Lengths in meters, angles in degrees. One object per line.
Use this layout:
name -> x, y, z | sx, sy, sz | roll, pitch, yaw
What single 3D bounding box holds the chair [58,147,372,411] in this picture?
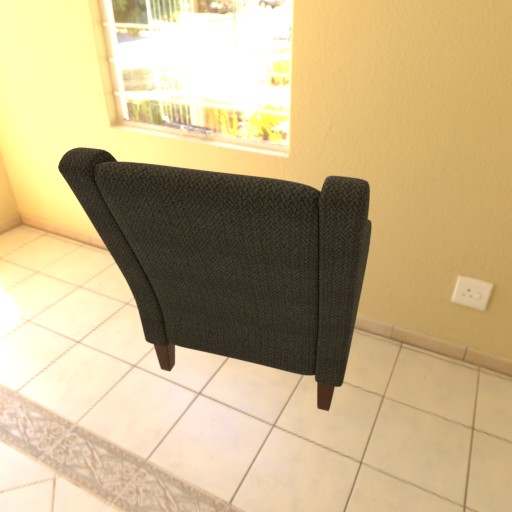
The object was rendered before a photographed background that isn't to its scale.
chair -> 0.000, 0.000, 1.664 | 0.793, 1.012, 0.944 | 9, 33, 15
